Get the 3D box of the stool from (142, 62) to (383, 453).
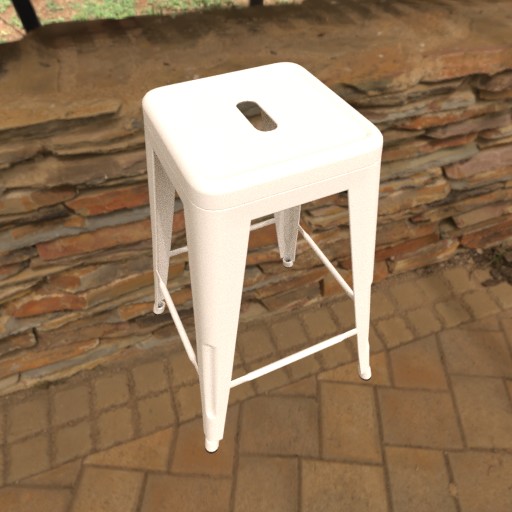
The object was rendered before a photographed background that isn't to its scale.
[{"bbox_3d":[0.000,0.000,0.860,0.406,0.610,0.406,-19,50,-17],"label":"stool"}]
